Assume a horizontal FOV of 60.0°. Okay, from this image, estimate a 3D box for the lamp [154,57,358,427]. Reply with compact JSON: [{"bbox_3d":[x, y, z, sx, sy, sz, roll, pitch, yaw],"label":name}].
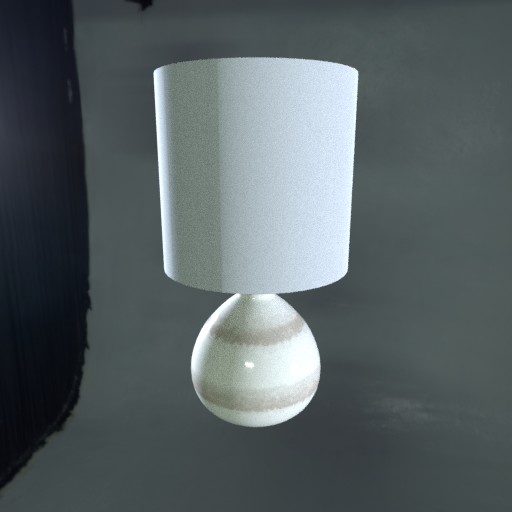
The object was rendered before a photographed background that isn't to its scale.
[{"bbox_3d":[0.000,0.000,0.531,0.217,0.404,0.217,2,15,9],"label":"lamp"}]
